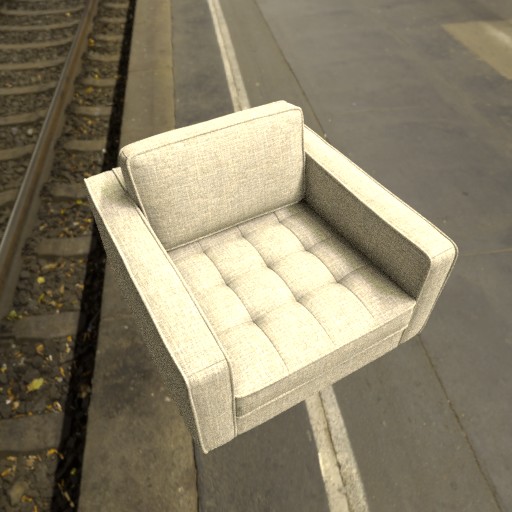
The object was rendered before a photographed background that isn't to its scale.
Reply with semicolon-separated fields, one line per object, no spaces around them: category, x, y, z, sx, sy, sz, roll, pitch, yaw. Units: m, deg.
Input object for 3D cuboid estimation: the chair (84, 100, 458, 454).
chair;0.000;0.000;1.540;0.889;0.765;0.914;-22;50;-20
